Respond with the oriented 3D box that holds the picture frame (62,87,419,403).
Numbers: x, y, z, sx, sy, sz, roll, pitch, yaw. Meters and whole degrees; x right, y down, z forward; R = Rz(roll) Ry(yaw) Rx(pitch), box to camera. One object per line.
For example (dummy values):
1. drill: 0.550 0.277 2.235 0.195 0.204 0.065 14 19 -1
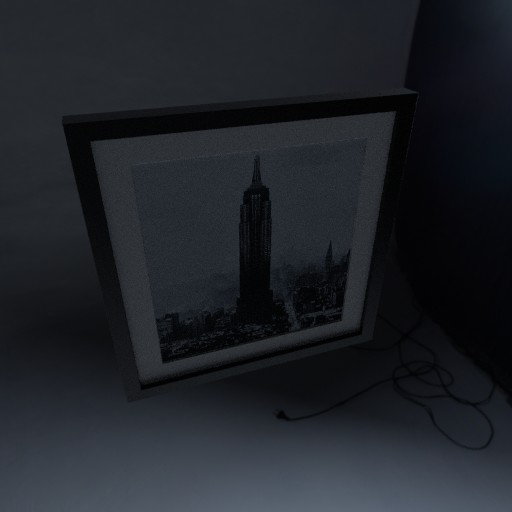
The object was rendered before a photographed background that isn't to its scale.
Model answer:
1. picture frame: 0.000 0.000 0.527 0.355 0.353 0.029 -10 34 -16
